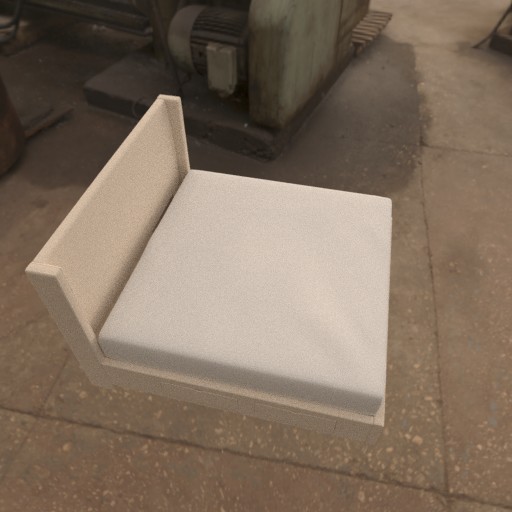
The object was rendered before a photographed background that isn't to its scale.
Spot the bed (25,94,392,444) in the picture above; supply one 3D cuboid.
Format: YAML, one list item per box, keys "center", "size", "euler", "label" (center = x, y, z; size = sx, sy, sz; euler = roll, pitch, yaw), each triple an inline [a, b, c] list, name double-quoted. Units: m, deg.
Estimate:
- center: [0.000, 0.000, 3.643]
  size: [2.293, 1.471, 2.145]
  euler: [10, 48, 9]
  label: "bed"
